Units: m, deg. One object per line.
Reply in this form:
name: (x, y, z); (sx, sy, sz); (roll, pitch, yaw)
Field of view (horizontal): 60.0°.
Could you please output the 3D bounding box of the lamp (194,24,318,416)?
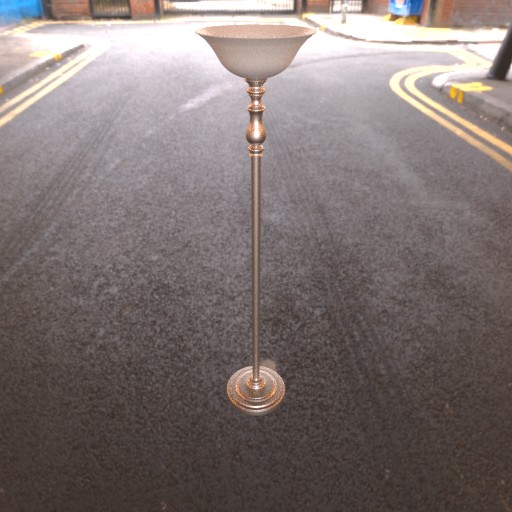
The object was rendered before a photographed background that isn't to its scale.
lamp: (0.000, 0.000, 1.941); (0.405, 1.771, 0.405); (20, 38, 29)
